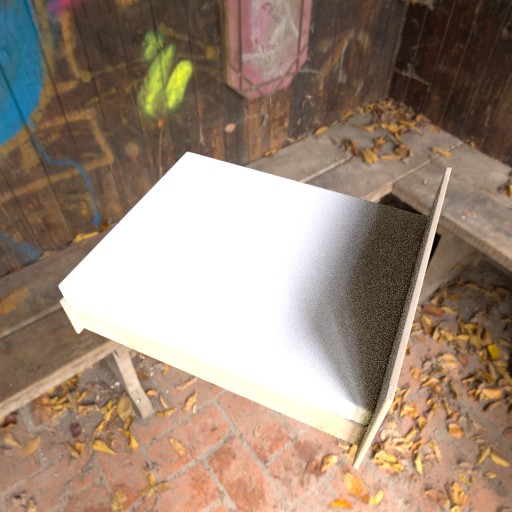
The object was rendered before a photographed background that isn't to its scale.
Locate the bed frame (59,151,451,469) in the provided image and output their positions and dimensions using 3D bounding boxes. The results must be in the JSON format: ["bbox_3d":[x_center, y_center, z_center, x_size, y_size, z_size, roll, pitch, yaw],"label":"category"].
[{"bbox_3d":[0.000,0.000,3.053,2.080,0.900,1.800,18,50,16],"label":"bed frame"}]
